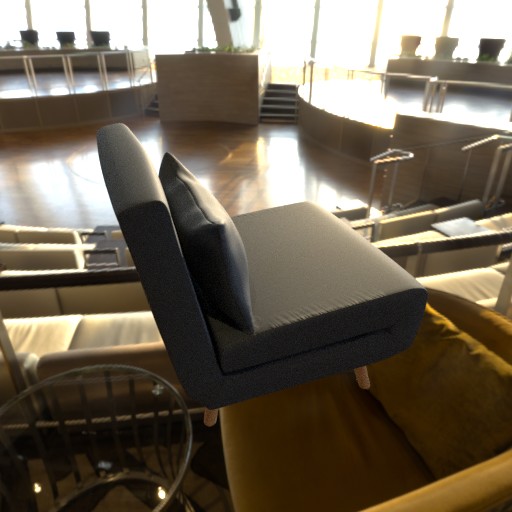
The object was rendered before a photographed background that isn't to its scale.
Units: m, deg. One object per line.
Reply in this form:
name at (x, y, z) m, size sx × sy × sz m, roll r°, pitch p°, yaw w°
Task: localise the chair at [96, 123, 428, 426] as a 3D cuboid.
chair at (0.000, 0.000, 1.517) m, size 0.900 × 0.808 × 0.770 m, roll -10°, pitch 31°, yaw -18°
